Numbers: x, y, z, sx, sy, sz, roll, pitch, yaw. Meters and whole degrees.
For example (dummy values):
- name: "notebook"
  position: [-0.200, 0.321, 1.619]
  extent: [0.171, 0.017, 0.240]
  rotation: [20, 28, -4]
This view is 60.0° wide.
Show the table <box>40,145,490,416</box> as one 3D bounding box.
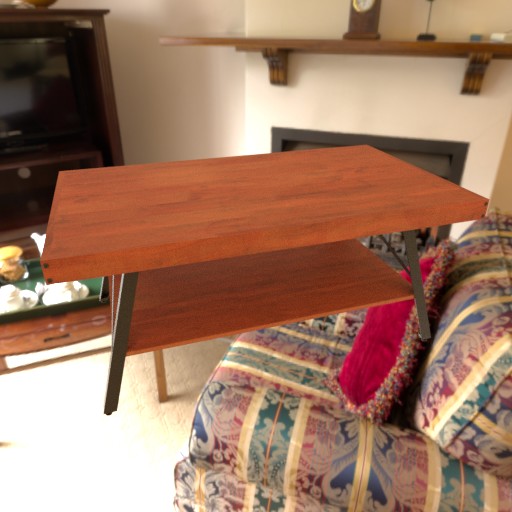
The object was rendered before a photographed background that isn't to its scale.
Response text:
- name: "table"
  position: [0.000, 0.000, 1.355]
  extent: [1.067, 0.457, 0.610]
  rotation: [-9, 29, -16]
